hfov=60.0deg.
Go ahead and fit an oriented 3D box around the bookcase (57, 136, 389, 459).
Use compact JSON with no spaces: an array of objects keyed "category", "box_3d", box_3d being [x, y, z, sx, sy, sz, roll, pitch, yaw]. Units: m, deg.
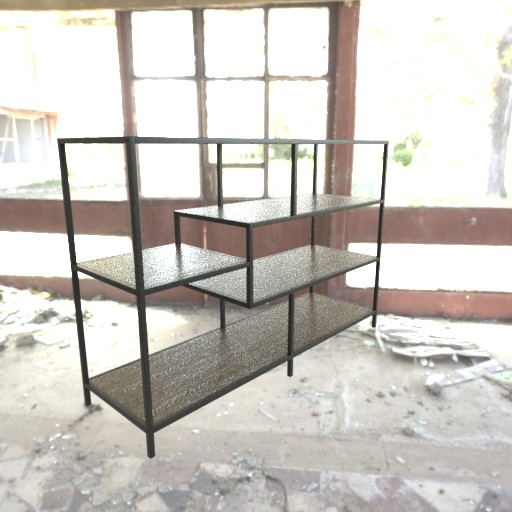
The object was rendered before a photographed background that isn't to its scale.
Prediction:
[{"category":"bookcase","box_3d":[0.000,0.000,1.532,0.350,0.780,1.140,13,19,42]}]
